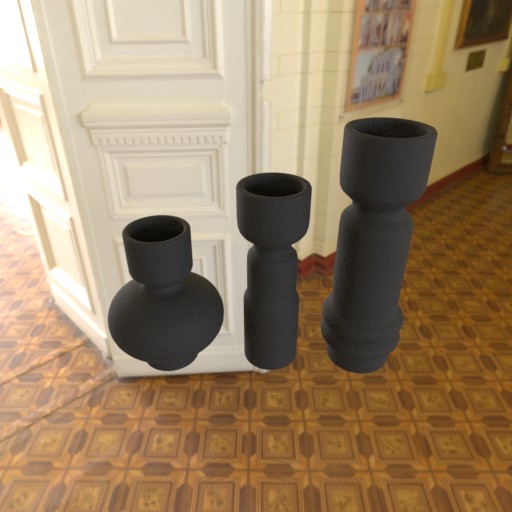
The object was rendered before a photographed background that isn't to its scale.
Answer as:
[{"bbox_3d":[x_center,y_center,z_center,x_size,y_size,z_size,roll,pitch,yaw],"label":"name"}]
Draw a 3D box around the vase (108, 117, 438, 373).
[{"bbox_3d":[0.000,0.000,0.431,0.307,0.249,0.120,0,30,0],"label":"vase"}]
